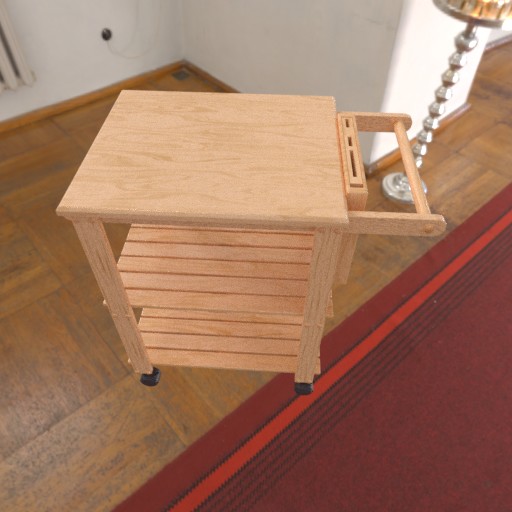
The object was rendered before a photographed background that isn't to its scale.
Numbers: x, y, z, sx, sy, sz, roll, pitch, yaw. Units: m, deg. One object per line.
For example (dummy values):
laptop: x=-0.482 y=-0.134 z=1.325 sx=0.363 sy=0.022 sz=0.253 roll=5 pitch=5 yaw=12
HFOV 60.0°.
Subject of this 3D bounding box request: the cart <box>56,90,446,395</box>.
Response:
cart: x=0.000 y=0.000 z=1.379 sx=0.843 sy=0.816 sz=0.520 roll=3 pitch=47 yaw=2
